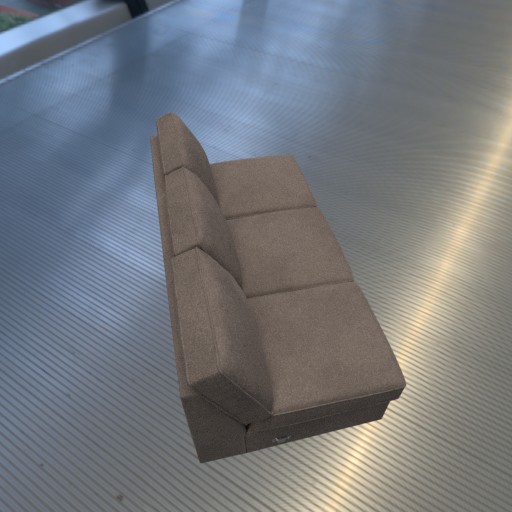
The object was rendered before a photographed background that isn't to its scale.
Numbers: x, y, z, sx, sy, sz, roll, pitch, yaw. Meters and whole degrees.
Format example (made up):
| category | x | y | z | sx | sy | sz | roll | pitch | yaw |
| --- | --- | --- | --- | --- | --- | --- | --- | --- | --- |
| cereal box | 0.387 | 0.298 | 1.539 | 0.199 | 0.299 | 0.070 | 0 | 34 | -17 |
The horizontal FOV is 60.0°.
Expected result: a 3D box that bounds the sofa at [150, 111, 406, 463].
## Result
| category | x | y | z | sx | sy | sz | roll | pitch | yaw |
| --- | --- | --- | --- | --- | --- | --- | --- | --- | --- |
| sofa | 0.000 | 0.000 | 2.602 | 1.027 | 0.973 | 1.962 | -9 | 47 | -9 |
